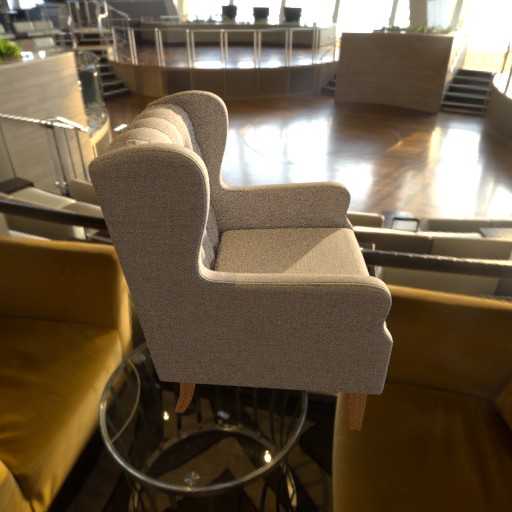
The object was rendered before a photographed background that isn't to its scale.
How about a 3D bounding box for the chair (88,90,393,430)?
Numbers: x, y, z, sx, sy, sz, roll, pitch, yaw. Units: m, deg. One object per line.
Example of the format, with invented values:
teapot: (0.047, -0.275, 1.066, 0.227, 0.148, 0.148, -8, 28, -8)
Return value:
chair: (0.000, 0.000, 1.473, 0.760, 0.930, 0.710, 1, 31, 1)
